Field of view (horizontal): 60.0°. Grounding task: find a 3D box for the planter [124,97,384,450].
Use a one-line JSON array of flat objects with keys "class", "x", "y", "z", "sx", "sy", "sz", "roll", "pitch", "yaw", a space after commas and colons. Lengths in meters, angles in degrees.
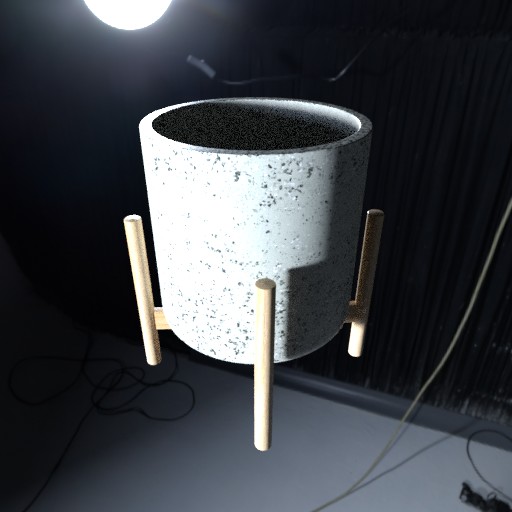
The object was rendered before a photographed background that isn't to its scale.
[{"class": "planter", "x": 0.000, "y": 0.000, "z": 0.694, "sx": 0.360, "sy": 0.419, "sz": 0.360, "roll": 10, "pitch": 32, "yaw": 17}]
